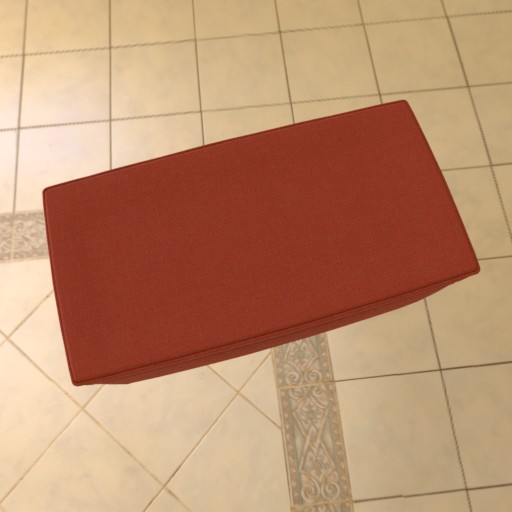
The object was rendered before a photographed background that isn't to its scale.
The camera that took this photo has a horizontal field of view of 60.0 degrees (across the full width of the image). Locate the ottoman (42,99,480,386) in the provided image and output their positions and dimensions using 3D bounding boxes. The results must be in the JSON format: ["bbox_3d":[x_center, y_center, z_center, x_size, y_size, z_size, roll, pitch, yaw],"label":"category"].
[{"bbox_3d":[0.000,0.000,1.231,0.948,0.454,0.497,-15,74,-4],"label":"ottoman"}]
